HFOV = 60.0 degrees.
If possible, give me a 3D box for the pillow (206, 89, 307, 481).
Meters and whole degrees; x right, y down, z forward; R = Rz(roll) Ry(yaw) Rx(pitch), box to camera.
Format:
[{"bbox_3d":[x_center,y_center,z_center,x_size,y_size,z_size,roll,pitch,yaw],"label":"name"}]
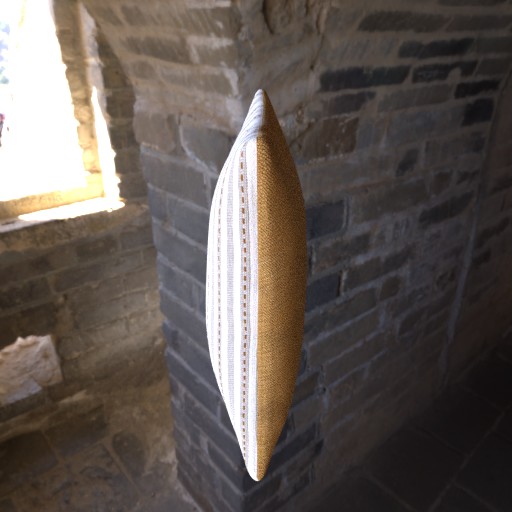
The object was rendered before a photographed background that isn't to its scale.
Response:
[{"bbox_3d":[0.000,0.000,0.664,0.147,0.437,0.432,0,27,0],"label":"pillow"}]
